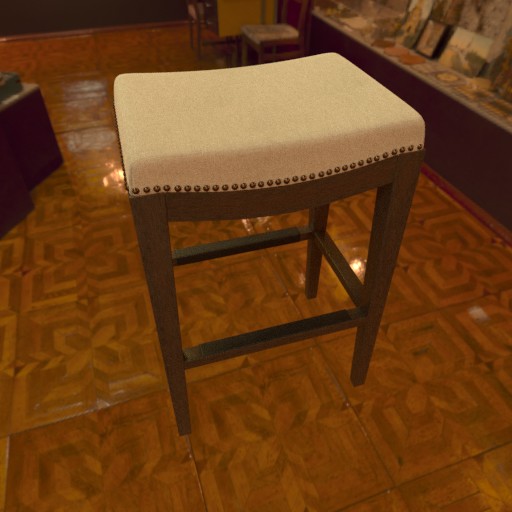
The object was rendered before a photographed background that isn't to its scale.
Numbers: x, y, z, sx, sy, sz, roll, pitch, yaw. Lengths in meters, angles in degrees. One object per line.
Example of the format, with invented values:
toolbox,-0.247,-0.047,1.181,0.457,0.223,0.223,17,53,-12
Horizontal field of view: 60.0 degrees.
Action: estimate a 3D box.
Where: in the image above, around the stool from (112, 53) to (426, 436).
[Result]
stool,0.000,0.000,1.012,0.498,0.759,0.358,-11,43,-13
